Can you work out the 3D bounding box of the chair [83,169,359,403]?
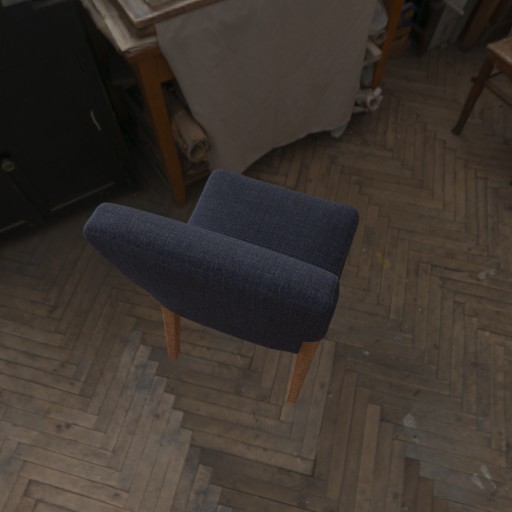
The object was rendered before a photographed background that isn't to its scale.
[{"bbox_3d":[0.000,0.000,1.282,0.507,0.911,0.586,18,63,9],"label":"chair"}]
